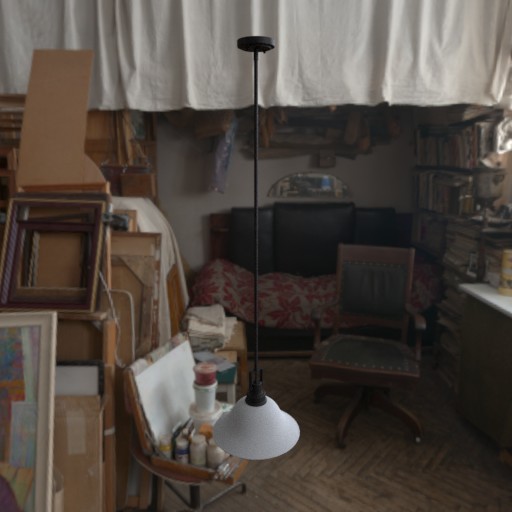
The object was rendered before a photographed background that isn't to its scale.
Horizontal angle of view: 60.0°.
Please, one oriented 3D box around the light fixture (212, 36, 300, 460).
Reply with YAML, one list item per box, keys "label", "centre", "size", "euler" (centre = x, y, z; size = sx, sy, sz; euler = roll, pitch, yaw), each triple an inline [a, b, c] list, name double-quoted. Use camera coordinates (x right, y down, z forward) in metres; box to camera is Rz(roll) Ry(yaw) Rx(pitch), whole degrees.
- label: "light fixture"
  centre: [0.000, 0.000, 1.494]
  size: [0.324, 1.337, 0.324]
  euler: [-12, 18, -41]
